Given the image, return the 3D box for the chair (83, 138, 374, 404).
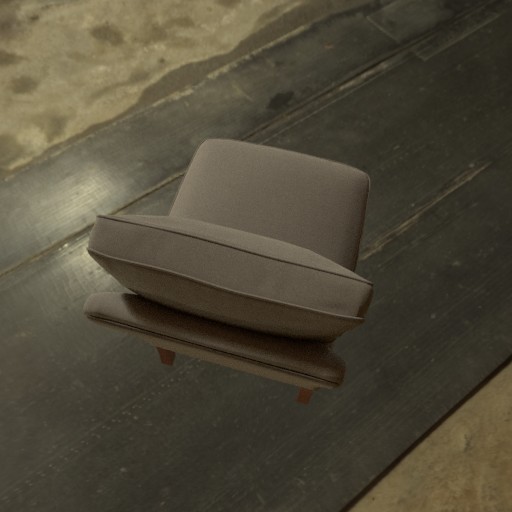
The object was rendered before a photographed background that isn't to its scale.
[{"bbox_3d":[0.000,0.000,1.625,0.724,1.045,0.924,14,64,7],"label":"chair"}]
